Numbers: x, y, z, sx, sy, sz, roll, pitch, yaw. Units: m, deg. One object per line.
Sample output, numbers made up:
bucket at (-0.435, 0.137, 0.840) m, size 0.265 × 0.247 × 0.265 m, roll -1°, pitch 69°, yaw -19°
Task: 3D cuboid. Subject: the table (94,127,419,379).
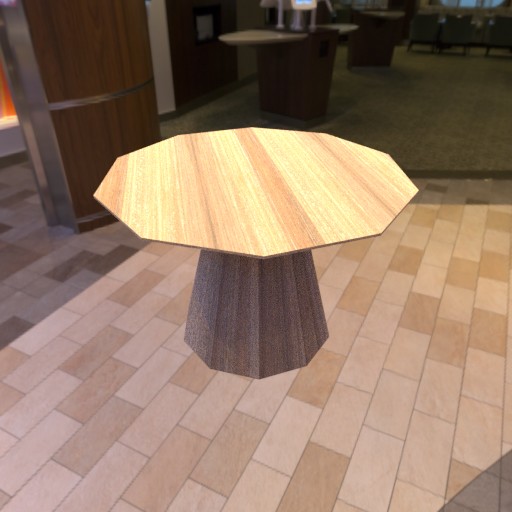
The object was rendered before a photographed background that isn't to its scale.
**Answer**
table at (0.000, 0.000, 1.893) m, size 1.186 × 0.752 × 1.186 m, roll 0°, pitch 32°, yaw 0°
